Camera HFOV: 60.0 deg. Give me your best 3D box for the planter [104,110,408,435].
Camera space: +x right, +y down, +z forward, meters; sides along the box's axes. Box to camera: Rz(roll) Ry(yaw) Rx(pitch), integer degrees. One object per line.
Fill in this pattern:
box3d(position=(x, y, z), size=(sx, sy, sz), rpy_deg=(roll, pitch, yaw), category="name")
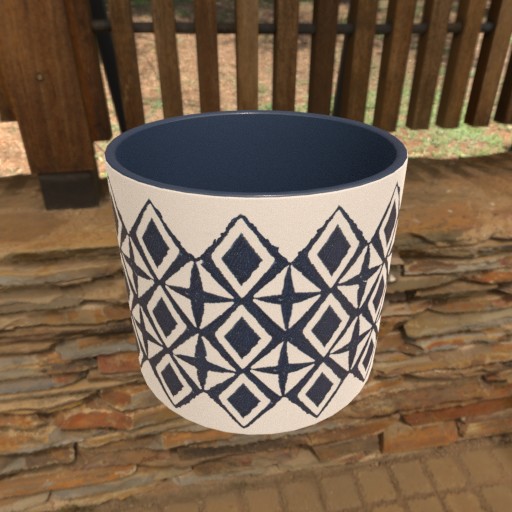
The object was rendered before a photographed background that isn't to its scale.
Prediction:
box3d(position=(0.000, 0.000, 0.388), size=(0.224, 0.203, 0.224), rpy_deg=(0, 30, 0), category="planter")
